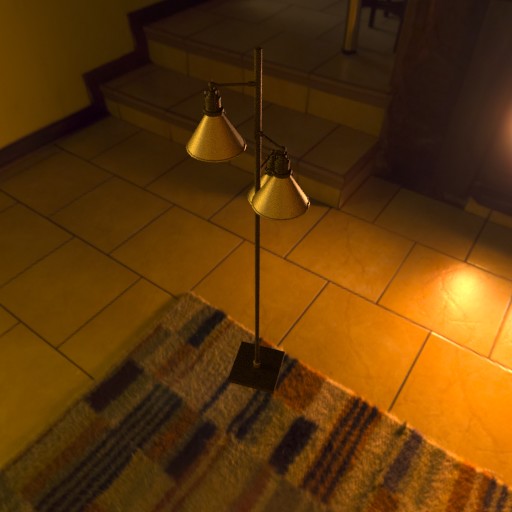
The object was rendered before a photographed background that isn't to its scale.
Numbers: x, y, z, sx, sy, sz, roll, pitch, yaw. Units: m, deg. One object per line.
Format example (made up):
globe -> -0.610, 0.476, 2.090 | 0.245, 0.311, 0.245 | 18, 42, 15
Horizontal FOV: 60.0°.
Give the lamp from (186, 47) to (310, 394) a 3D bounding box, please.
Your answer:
lamp -> 0.000, 0.000, 1.873 | 0.428, 1.716, 0.415 | 11, 46, 11
